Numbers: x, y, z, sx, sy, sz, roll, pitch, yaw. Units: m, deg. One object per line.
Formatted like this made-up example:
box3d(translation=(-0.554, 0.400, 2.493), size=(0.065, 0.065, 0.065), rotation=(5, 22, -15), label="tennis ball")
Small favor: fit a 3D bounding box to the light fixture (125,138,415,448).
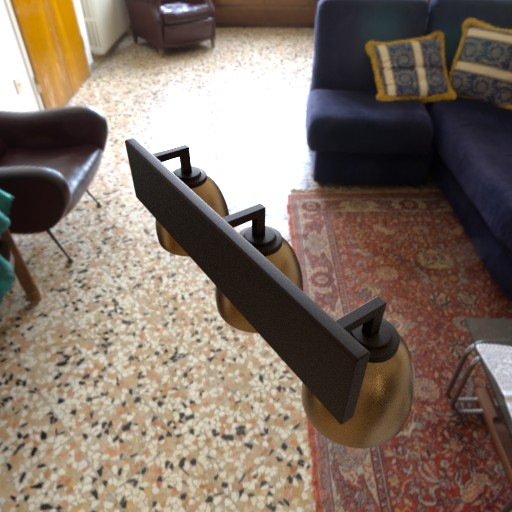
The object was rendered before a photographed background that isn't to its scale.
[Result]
box3d(translation=(0.000, 0.000, 0.667), size=(0.157, 0.204, 0.582), rotation=(-24, 46, -26), label="light fixture")
